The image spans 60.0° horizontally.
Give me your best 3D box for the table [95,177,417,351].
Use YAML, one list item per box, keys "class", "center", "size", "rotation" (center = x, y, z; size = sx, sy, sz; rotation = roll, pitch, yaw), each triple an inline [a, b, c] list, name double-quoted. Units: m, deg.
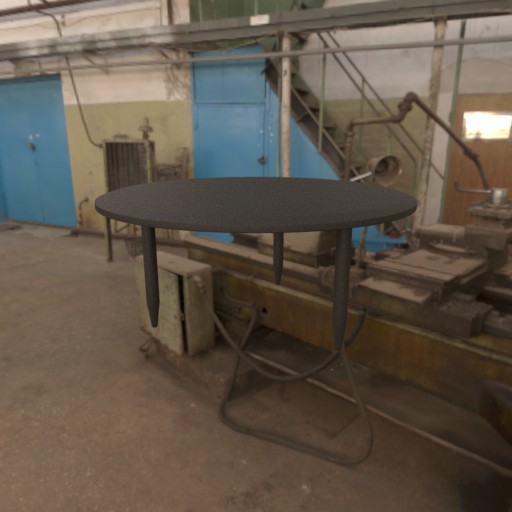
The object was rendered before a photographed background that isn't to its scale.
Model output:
- class: "table"
  center: [0.000, 0.000, 1.360]
  size: [0.900, 0.400, 0.900]
  rotation: [0, 16, 0]
